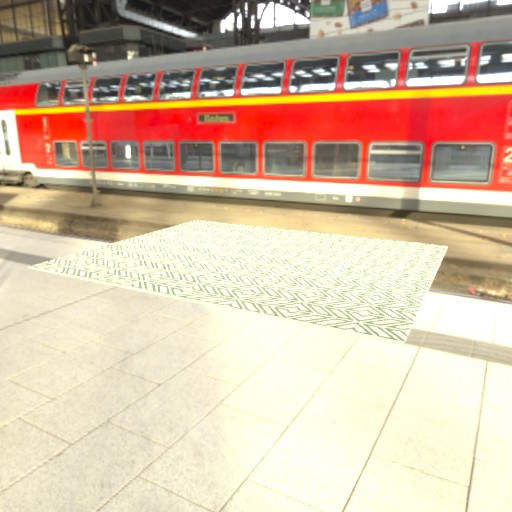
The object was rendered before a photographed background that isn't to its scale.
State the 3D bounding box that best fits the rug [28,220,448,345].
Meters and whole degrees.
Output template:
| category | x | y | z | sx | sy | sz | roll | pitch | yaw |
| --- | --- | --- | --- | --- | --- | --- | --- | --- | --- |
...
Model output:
| category | x | y | z | sx | sy | sz | roll | pitch | yaw |
| --- | --- | --- | --- | --- | --- | --- | --- | --- | --- |
| rug | 0.000 | 0.000 | 4.066 | 3.050 | 0.017 | 2.441 | 8 | 17 | 27 |
